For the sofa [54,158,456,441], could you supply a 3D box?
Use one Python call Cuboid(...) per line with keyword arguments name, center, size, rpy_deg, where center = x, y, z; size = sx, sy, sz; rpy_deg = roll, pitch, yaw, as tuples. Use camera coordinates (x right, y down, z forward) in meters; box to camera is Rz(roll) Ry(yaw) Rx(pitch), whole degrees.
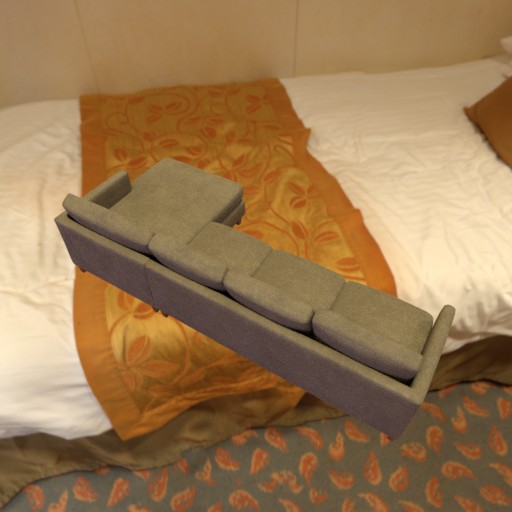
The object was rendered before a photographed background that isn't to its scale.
Cuboid(name="sofa", center=(0.000, 0.000, 4.108), size=(3.471, 0.950, 1.604), rpy_deg=(24, 51, 21))
